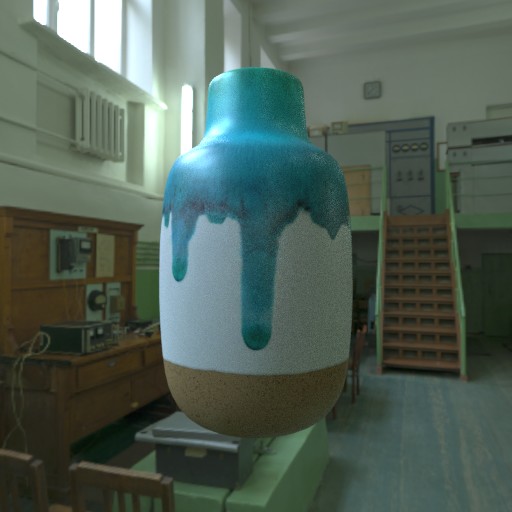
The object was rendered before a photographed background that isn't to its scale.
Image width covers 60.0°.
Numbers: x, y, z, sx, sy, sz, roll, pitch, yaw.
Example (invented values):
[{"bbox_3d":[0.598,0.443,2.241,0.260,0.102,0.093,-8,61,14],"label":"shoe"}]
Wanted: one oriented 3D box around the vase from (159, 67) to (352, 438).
[{"bbox_3d":[0.000,0.000,0.249,0.106,0.192,0.106,0,-1,0],"label":"vase"}]
